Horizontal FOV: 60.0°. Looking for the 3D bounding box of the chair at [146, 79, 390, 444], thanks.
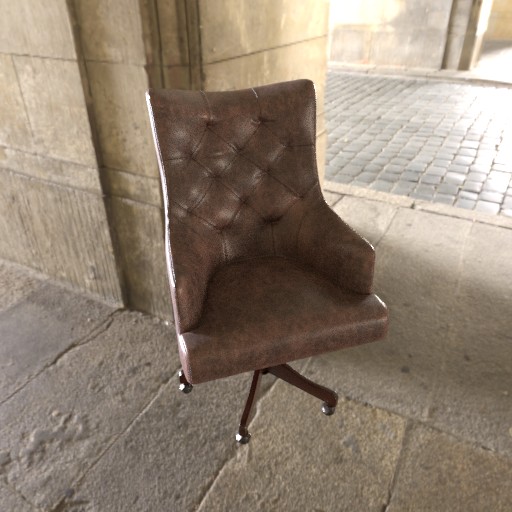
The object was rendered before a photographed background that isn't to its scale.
[{"bbox_3d":[0.000,0.000,1.525,0.641,1.035,0.762,-10,33,-15],"label":"chair"}]
